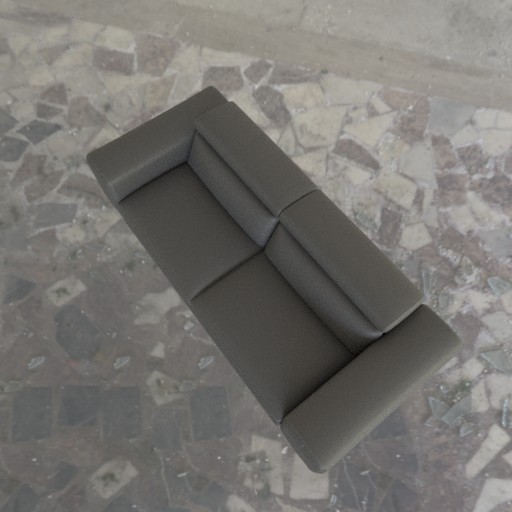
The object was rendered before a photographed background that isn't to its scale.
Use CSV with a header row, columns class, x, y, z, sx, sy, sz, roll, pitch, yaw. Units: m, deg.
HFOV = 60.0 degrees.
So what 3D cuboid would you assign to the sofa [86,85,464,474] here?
class,x,y,z,sx,sy,sz,roll,pitch,yaw
sofa,0.000,0.000,2.744,1.023,0.759,2.321,-35,70,-15
